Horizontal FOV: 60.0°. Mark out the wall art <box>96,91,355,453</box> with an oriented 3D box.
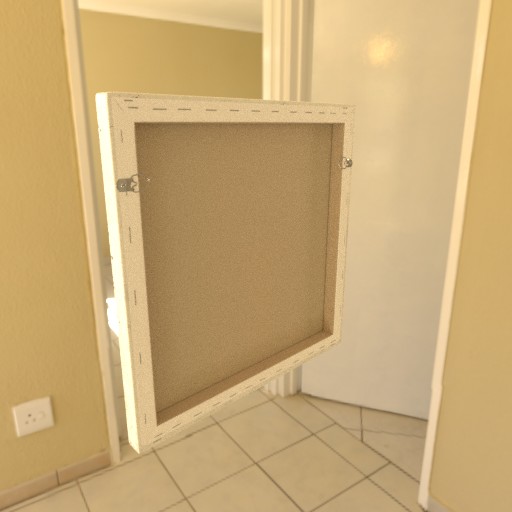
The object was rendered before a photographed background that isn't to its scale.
[{"bbox_3d":[0.000,0.000,0.917,0.610,0.611,0.040,-15,22,-42],"label":"wall art"}]
